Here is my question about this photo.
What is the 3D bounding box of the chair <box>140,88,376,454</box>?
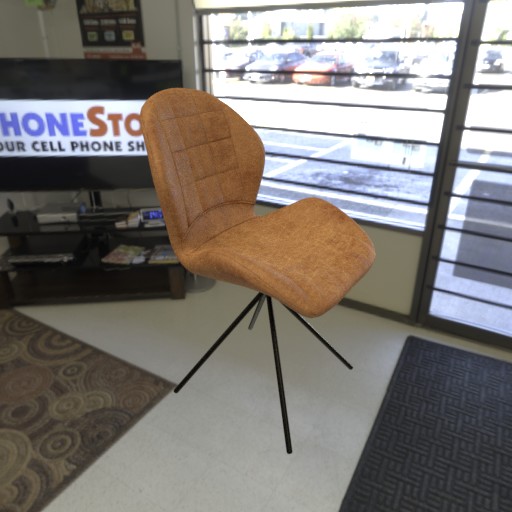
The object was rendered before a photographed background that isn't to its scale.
[{"bbox_3d":[0.000,0.000,1.346,0.640,0.929,0.527,16,30,30],"label":"chair"}]
